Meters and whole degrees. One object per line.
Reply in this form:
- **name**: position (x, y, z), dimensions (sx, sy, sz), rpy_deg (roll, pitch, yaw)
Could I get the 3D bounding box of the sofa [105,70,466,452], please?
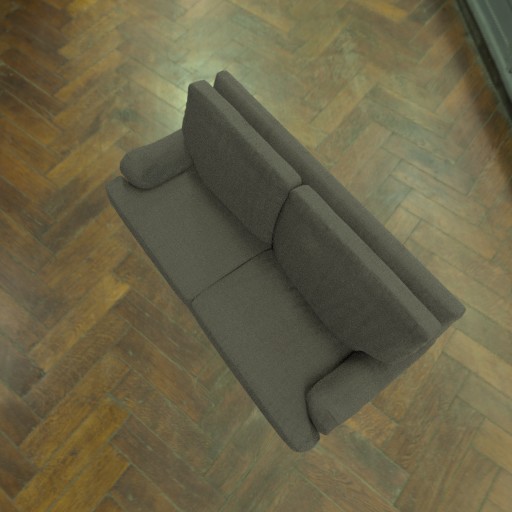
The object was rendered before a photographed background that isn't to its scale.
- **sofa**: position (0.000, 0.000, 2.821), dimensions (1.086, 1.087, 2.165), rpy_deg (-34, 69, -15)
